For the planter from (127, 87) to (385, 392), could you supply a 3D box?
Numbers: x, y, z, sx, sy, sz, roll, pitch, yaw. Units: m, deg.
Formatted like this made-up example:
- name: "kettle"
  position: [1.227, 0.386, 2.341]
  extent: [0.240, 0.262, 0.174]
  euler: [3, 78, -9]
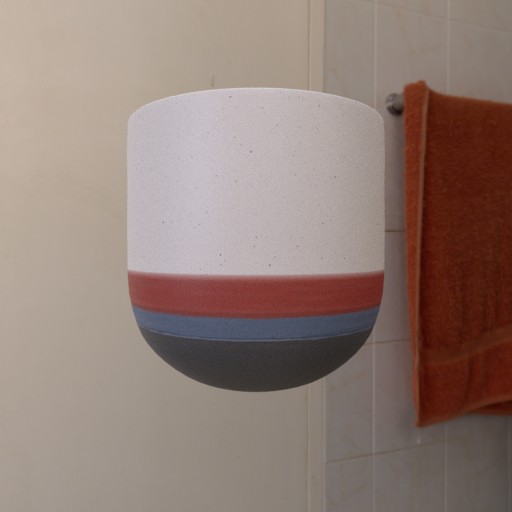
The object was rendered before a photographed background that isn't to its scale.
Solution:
- name: "planter"
  position: [0.000, 0.000, 0.481]
  extent: [0.268, 0.270, 0.268]
  euler: [0, 1, 0]
